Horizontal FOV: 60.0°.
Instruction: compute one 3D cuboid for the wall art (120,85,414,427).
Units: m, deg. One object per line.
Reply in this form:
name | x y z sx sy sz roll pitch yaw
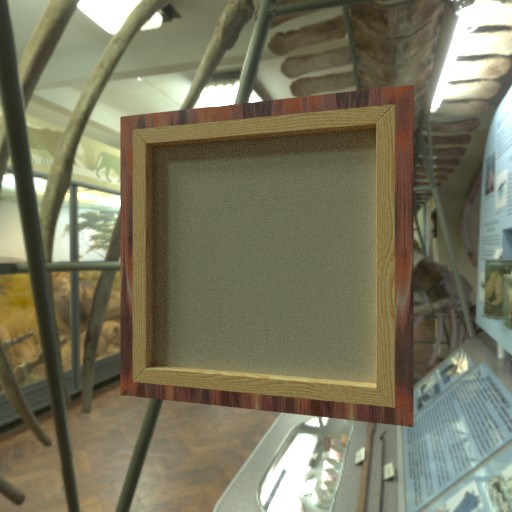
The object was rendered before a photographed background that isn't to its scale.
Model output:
wall art | 0.000 0.000 0.603 0.403 0.406 0.038 0 0 17
